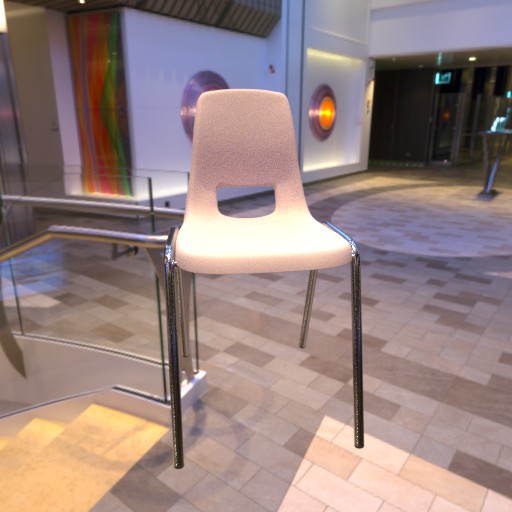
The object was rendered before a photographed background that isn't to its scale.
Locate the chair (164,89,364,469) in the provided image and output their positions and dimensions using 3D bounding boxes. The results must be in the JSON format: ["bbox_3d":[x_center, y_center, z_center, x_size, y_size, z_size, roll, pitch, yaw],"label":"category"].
[{"bbox_3d":[0.000,0.000,0.966,0.381,0.704,0.436,-3,18,-8],"label":"chair"}]
